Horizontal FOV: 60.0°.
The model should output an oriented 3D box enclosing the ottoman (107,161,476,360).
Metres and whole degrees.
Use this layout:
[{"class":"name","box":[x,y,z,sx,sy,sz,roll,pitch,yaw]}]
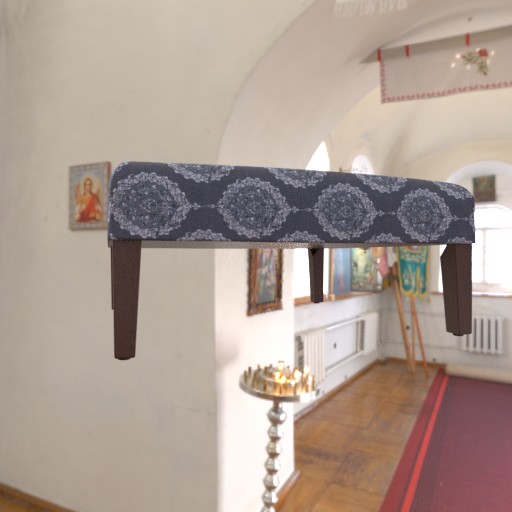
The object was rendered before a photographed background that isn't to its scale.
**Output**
[{"class":"ottoman","box":[0.000,0.000,1.399,0.890,0.409,0.889,0,0,-18]}]
